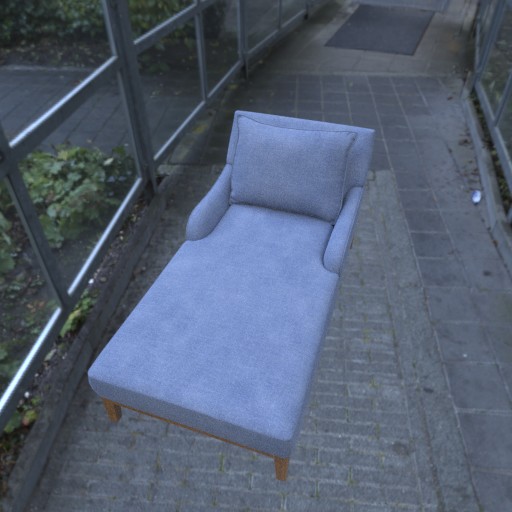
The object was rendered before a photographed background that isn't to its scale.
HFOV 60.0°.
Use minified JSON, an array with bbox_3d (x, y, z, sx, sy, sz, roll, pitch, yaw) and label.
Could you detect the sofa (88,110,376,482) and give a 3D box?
[{"bbox_3d":[0.000,0.000,2.309,0.904,0.883,1.779,13,42,14],"label":"sofa"}]
